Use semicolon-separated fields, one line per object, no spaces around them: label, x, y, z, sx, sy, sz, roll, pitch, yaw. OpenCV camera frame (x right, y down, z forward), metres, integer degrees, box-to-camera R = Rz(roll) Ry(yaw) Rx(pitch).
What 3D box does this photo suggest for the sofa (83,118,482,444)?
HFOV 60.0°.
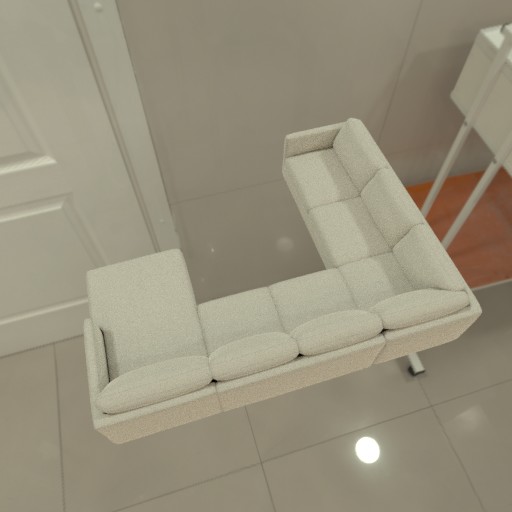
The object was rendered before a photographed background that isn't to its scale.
sofa;0.000;0.000;4.306;3.238;0.853;2.551;-14;58;-9
